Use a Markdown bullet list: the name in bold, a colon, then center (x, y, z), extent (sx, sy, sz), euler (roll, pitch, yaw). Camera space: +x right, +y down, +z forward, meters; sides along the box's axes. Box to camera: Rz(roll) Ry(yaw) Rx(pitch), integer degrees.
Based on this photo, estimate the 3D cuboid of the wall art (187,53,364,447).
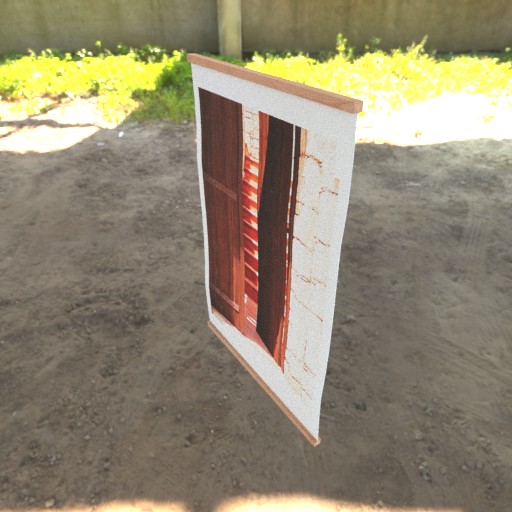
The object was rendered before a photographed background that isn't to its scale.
- **wall art**: center (0.000, 0.000, 0.653), extent (0.012, 0.508, 0.332), euler (-20, 38, -28)
